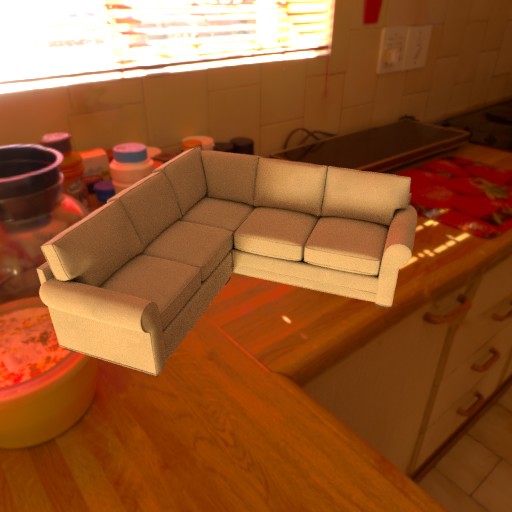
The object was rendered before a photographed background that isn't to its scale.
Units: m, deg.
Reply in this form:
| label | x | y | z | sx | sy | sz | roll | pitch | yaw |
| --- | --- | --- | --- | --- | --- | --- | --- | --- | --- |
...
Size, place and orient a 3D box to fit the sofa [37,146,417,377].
| label | x | y | z | sx | sy | sz | roll | pitch | yaw |
| --- | --- | --- | --- | --- | --- | --- | --- | --- | --- |
| sofa | 0.000 | 0.000 | 3.900 | 2.562 | 1.053 | 2.487 | 11 | 33 | 17 |
